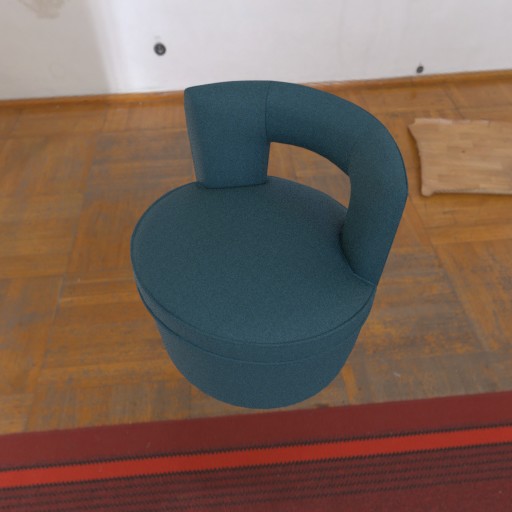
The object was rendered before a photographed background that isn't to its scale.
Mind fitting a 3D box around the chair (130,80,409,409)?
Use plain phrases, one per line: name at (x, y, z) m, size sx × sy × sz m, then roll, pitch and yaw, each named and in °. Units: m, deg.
chair at (0.000, 0.000, 1.236) m, size 0.684 × 0.711 × 0.660 m, roll 32°, pitch 56°, yaw 25°
